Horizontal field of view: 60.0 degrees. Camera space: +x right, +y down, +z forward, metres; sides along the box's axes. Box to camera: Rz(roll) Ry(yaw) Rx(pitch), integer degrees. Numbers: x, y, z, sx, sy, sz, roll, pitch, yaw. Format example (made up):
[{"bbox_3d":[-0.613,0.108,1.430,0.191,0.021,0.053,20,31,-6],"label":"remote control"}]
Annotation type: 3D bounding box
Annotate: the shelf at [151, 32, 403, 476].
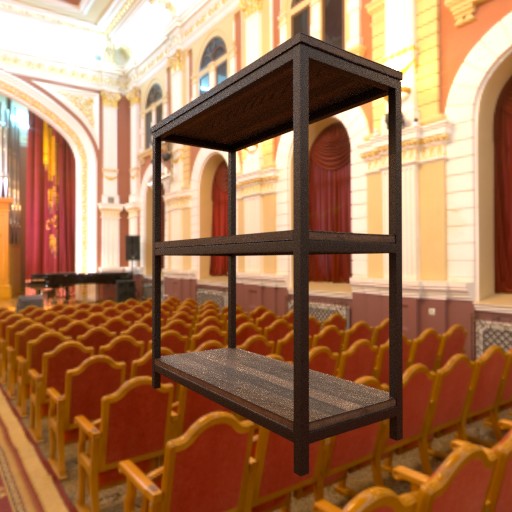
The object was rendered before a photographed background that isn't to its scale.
[{"bbox_3d":[0.000,0.000,1.378,0.352,0.947,0.822,0,-1,-35],"label":"shelf"}]
